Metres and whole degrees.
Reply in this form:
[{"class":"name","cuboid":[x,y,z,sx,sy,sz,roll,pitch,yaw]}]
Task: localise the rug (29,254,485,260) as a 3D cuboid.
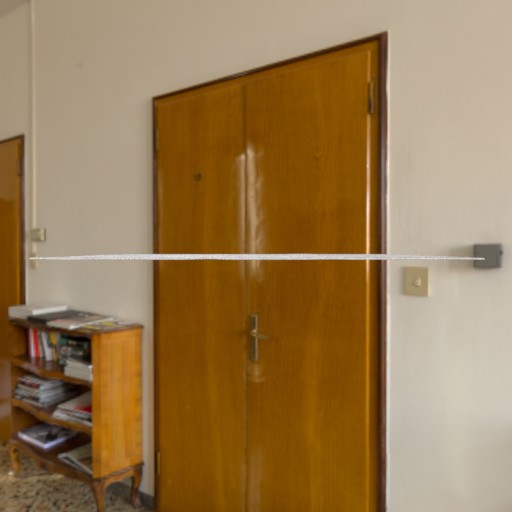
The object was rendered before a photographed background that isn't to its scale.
[{"class":"rug","cuboid":[0.000,0.000,4.472,3.359,0.020,2.448,0,1,-1]}]
